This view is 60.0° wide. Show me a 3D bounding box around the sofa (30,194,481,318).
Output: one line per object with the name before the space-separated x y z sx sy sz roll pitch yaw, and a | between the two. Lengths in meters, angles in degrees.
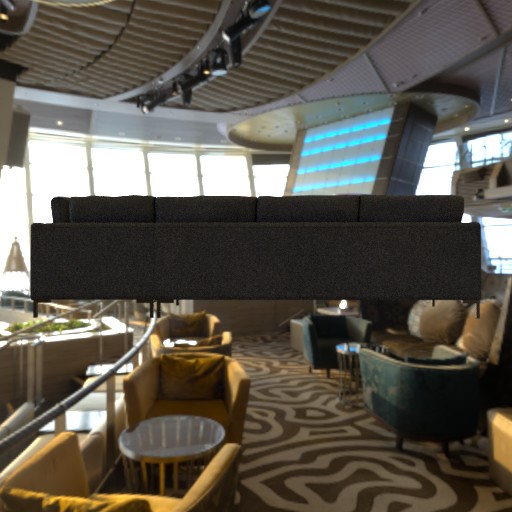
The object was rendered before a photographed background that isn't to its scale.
sofa | 0.000 0.000 3.824 2.949 0.815 2.007 0 0 1
